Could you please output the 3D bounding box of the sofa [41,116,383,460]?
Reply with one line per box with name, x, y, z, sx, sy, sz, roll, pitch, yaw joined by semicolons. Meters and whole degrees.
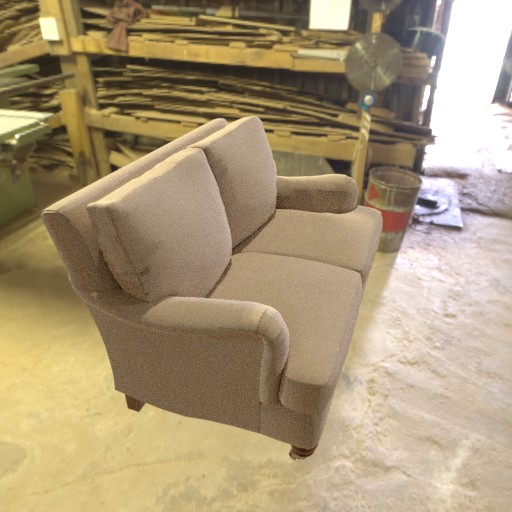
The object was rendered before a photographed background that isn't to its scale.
sofa;0.000;0.000;2.178;1.087;1.048;1.508;11;32;18
